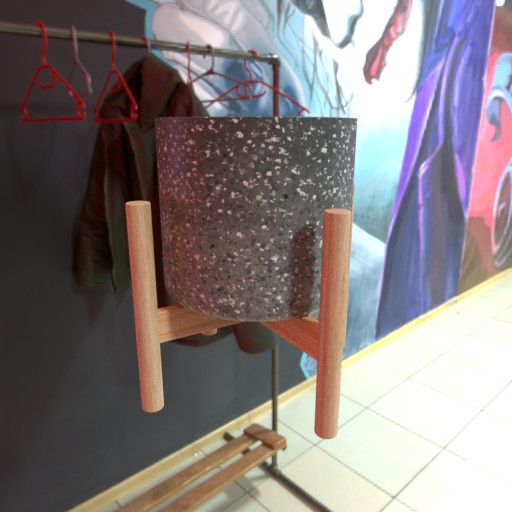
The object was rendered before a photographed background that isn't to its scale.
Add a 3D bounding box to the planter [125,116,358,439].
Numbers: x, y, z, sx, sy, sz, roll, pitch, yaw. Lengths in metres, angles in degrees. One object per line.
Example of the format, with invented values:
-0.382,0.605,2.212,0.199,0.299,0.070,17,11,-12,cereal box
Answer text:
0.000,0.000,0.541,0.284,0.320,0.284,-3,16,-9,planter
